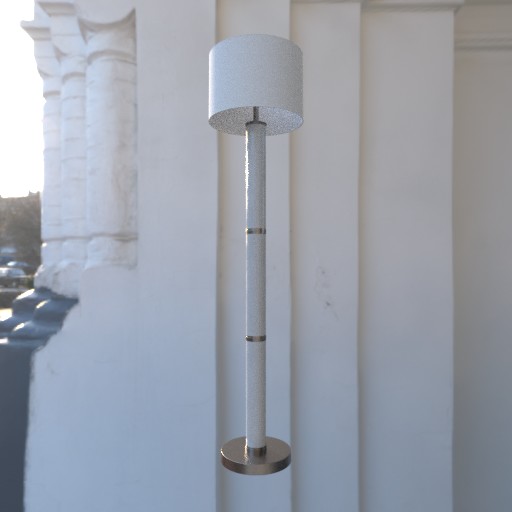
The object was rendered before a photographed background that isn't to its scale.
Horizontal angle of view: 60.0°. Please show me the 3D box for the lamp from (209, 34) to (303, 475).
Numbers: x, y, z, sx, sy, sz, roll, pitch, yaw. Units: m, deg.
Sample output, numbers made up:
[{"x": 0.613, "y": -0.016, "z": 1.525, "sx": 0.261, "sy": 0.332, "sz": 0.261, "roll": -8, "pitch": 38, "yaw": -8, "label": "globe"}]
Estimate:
[{"x": 0.000, "y": 0.000, "z": 1.763, "sx": 0.377, "sy": 1.599, "sz": 0.377, "roll": 0, "pitch": -1, "yaw": 18, "label": "lamp"}]
